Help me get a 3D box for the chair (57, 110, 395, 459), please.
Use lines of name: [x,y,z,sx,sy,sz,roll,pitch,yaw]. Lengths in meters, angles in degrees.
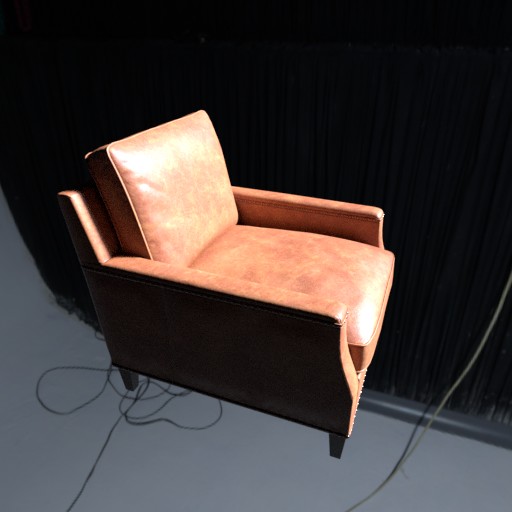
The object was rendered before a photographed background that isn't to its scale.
chair: [0.000,0.000,1.714,1.014,0.943,0.853,11,30,19]
